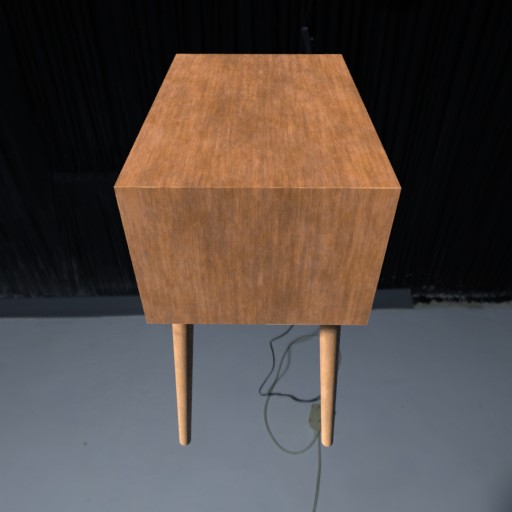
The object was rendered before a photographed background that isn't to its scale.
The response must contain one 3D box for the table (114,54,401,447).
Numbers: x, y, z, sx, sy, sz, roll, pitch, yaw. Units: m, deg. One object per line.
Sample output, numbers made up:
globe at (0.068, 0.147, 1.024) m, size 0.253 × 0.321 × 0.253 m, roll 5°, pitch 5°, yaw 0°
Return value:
table at (0.000, 0.000, 0.825) m, size 0.307 × 0.580 × 0.454 m, roll 0°, pitch 41°, yaw 0°
